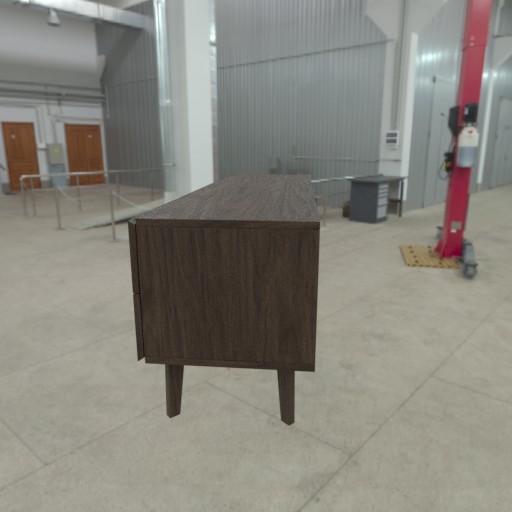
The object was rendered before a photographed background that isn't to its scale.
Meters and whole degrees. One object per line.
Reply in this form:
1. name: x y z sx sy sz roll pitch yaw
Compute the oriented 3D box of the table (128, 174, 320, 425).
1. table: 0.000 0.000 1.654 0.405 0.508 1.397 1 14 6
